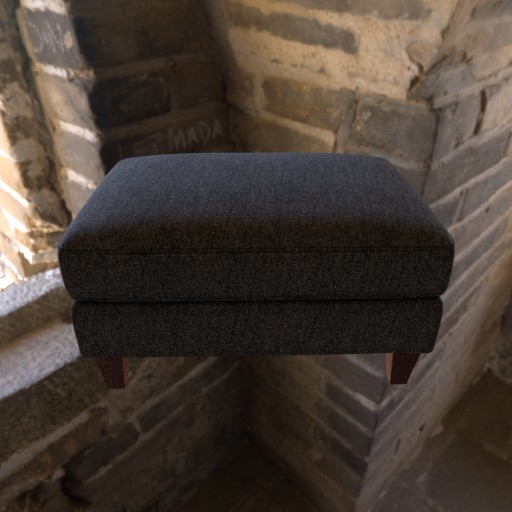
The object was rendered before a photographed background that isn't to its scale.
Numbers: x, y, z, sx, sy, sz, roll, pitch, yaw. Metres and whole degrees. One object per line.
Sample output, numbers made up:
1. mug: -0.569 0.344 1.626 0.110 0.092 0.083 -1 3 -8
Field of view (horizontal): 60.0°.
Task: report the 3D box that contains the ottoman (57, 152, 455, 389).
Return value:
1. ottoman: 0.000 0.000 1.237 0.864 0.483 0.584 -1 31 -1
